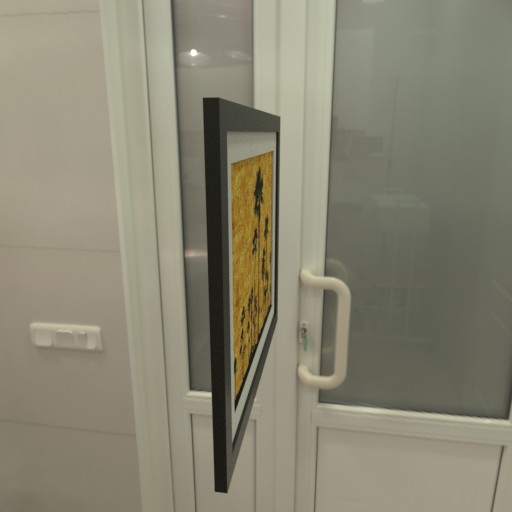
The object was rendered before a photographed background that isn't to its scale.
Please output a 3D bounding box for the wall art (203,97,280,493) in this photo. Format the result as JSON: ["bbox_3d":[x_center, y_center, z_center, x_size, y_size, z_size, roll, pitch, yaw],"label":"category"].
[{"bbox_3d":[0.000,0.000,0.531,0.012,0.332,0.383,3,16,9],"label":"wall art"}]
